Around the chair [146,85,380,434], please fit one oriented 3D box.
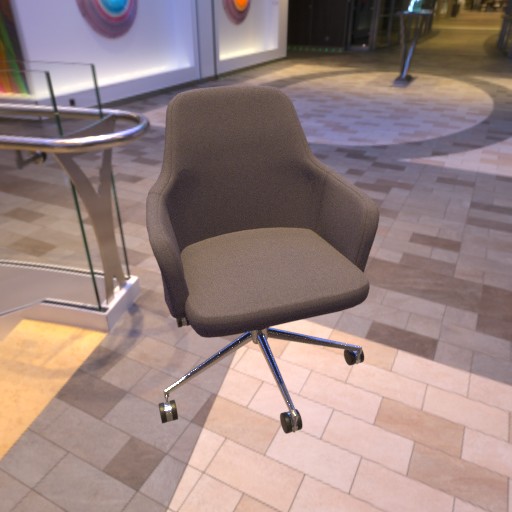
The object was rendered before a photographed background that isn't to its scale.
[{"bbox_3d":[0.000,0.000,1.244,0.655,0.820,0.600,-10,32,-16],"label":"chair"}]
